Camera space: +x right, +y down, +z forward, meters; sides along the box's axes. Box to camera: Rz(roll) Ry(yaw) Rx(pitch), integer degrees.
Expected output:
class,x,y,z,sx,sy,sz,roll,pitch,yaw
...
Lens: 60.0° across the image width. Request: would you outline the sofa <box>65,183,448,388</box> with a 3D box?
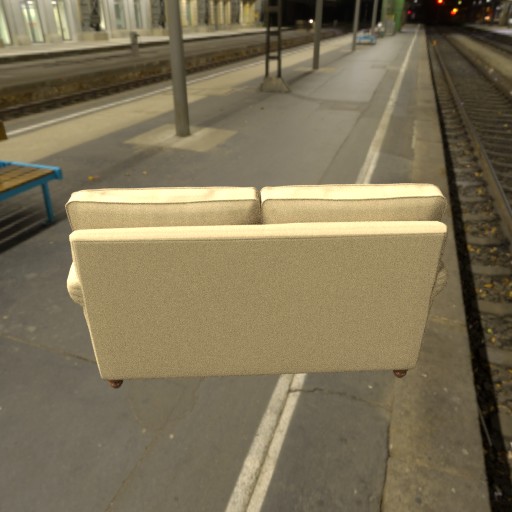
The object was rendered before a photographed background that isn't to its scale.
class,x,y,z,sx,sy,sz,roll,pitch,yaw
sofa,0.000,0.000,2.270,1.665,0.937,0.964,-1,29,-3
